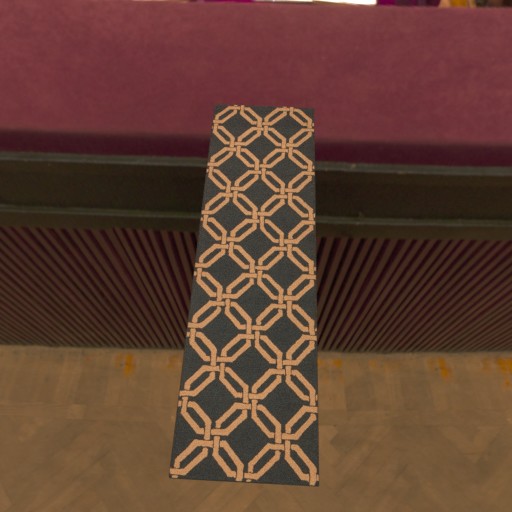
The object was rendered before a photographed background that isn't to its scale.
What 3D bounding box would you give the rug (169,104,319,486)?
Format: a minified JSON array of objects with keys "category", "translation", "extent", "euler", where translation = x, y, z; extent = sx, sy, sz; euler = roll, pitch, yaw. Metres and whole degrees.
[{"category":"rug","translation":[0.000,0.000,2.497],"extent":[0.678,0.014,2.276],"euler":[3,63,1]}]
